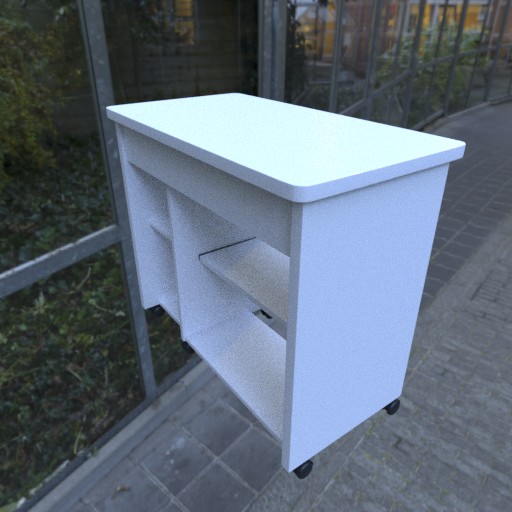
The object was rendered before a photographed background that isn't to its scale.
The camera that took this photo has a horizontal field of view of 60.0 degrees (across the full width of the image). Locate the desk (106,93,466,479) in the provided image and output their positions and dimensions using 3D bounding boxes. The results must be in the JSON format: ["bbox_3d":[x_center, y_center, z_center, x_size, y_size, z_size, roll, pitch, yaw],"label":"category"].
[{"bbox_3d":[0.000,0.000,1.290,0.475,0.763,0.877,-19,34,-31],"label":"desk"}]
